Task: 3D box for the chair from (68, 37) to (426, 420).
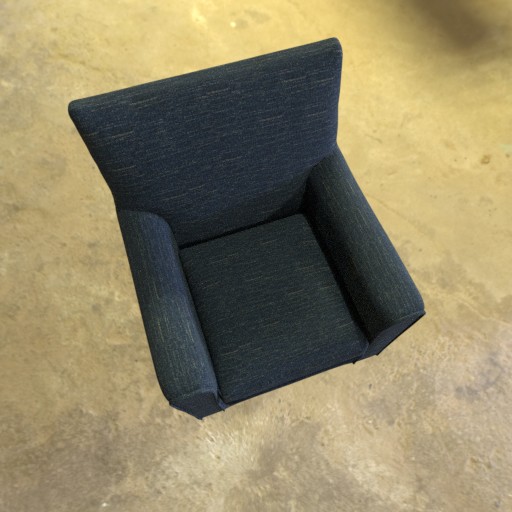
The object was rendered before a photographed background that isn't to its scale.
[{"bbox_3d":[0.000,0.000,1.568,0.864,0.928,0.873,-17,65,-8],"label":"chair"}]
